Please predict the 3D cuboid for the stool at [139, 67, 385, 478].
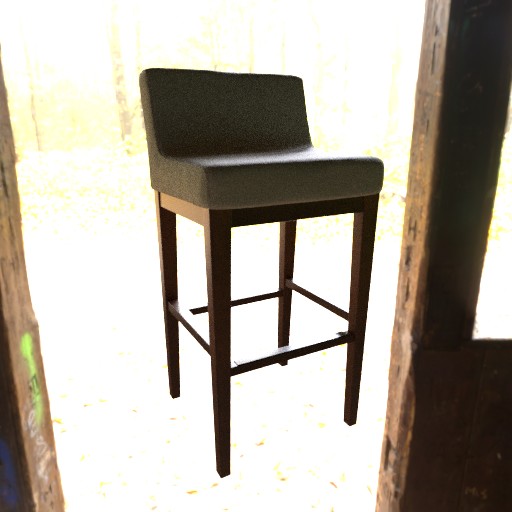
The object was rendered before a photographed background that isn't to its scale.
[{"bbox_3d":[0.000,0.000,1.297,0.511,1.037,0.500,-9,19,-27],"label":"stool"}]
